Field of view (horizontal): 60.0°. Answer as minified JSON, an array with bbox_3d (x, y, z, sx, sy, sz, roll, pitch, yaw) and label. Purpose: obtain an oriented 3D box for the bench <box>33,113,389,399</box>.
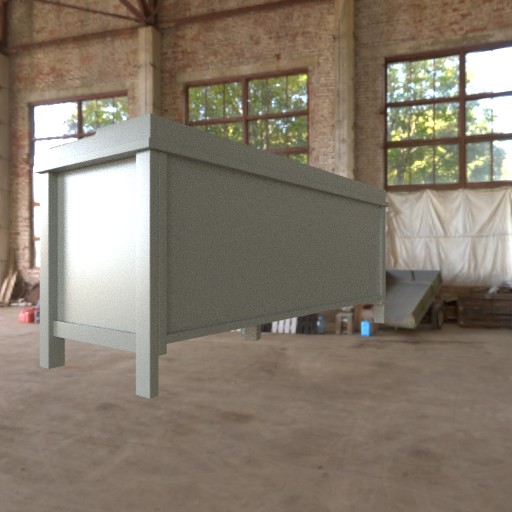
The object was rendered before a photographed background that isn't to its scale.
[{"bbox_3d":[0.000,0.000,1.334,0.398,0.501,1.140,0,0,37],"label":"bench"}]
